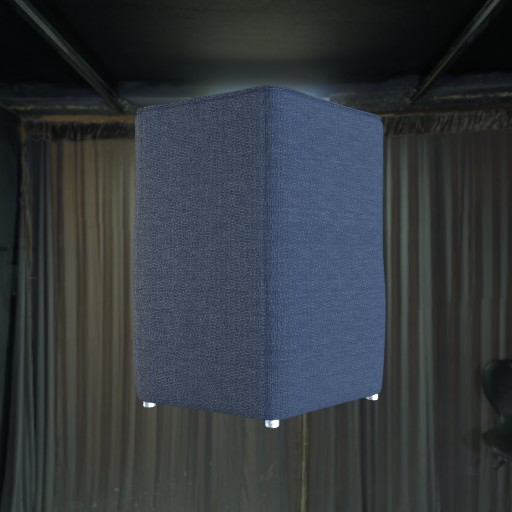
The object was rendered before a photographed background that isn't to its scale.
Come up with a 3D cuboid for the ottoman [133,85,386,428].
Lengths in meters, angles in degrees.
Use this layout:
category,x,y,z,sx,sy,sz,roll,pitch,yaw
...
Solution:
category,x,y,z,sx,sy,sz,roll,pitch,yaw
ottoman,0.000,0.000,0.874,0.454,0.505,0.492,0,-1,-2
